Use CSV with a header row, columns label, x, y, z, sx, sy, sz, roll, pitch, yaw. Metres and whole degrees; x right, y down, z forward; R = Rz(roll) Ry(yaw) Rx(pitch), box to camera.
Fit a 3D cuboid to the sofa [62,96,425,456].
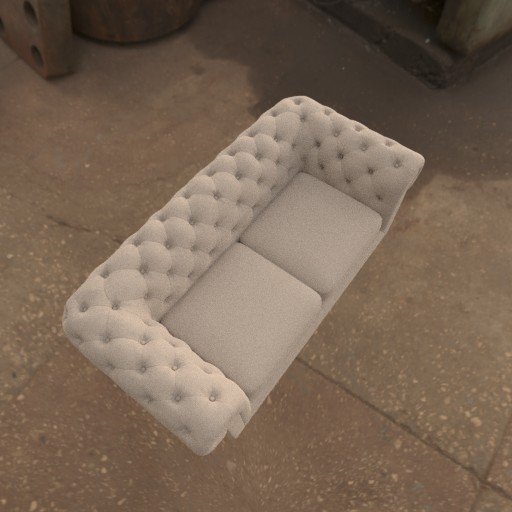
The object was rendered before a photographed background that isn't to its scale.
label,x,y,z,sx,sy,sz,roll,pitch,yaw
sofa,0.000,0.000,2.540,0.986,0.764,1.998,33,65,18
